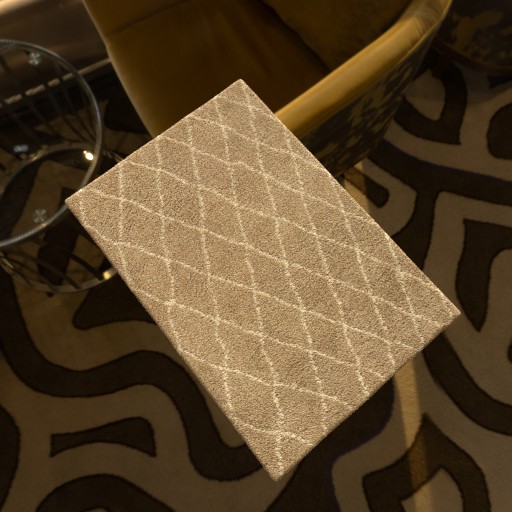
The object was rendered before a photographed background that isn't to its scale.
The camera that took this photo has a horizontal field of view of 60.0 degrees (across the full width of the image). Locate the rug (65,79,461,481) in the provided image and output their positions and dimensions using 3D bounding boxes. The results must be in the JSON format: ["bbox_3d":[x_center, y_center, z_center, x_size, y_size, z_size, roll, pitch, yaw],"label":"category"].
[{"bbox_3d":[0.000,0.000,2.309,1.219,0.030,1.778,-38,78,-10],"label":"rug"}]
